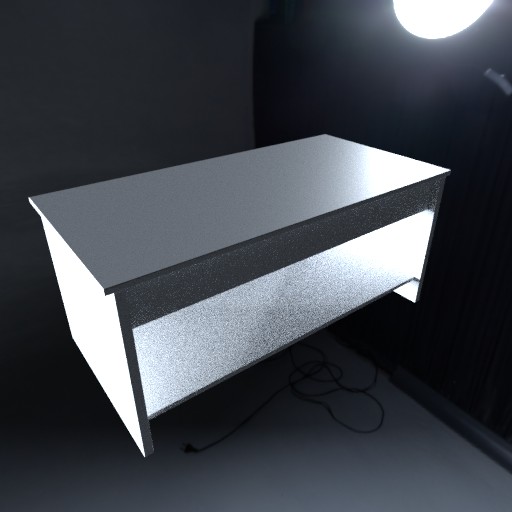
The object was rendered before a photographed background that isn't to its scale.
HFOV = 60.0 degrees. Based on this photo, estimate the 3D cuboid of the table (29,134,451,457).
[{"bbox_3d":[0.000,0.000,1.268,1.000,0.441,0.500,-20,35,-32],"label":"table"}]
